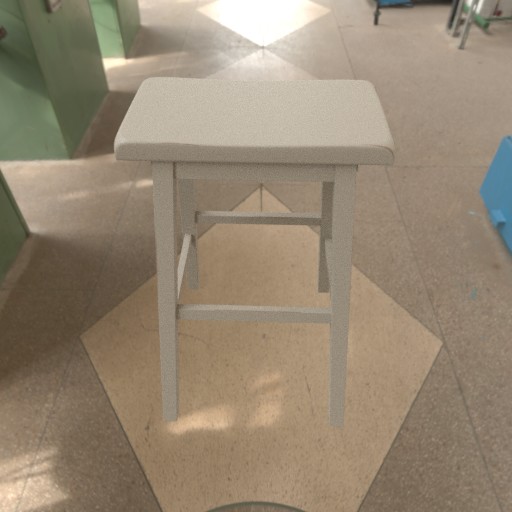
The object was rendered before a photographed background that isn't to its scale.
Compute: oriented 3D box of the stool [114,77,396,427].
[{"bbox_3d":[0.000,0.000,1.034,0.457,0.737,0.476,1,45,1],"label":"stool"}]
